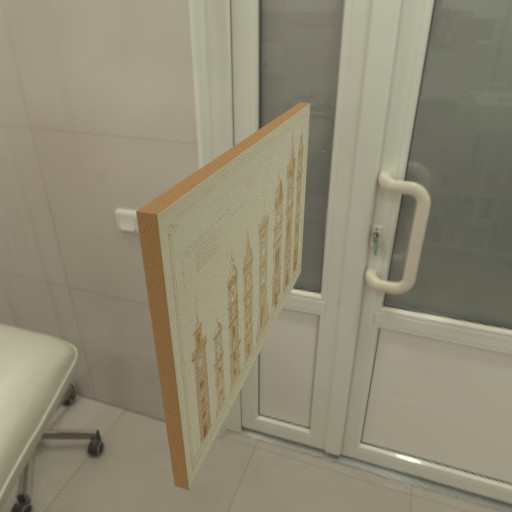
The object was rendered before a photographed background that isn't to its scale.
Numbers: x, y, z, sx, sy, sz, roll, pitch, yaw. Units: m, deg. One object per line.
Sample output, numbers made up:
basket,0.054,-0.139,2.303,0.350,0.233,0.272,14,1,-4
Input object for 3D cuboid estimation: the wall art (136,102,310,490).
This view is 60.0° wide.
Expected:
wall art,0.000,0.000,1.138,0.033,0.608,0.915,10,30,17
